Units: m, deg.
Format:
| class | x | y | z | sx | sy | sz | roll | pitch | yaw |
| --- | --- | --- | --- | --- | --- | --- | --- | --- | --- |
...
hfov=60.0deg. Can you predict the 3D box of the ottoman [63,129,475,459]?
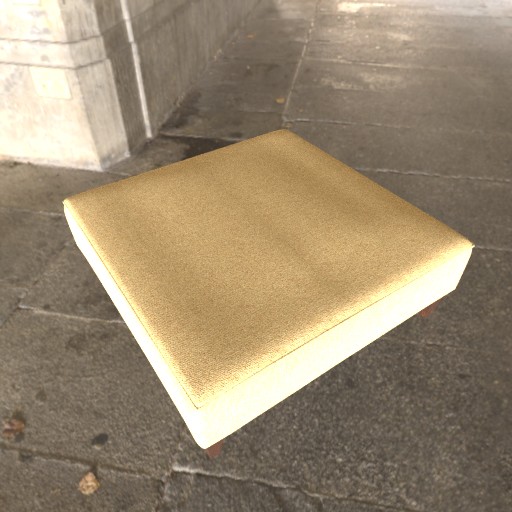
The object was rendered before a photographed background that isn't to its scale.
| class | x | y | z | sx | sy | sz | roll | pitch | yaw |
| --- | --- | --- | --- | --- | --- | --- | --- | --- | --- |
| ottoman | 0.000 | 0.000 | 1.537 | 0.981 | 0.378 | 0.970 | -24 | 47 | -25 |
